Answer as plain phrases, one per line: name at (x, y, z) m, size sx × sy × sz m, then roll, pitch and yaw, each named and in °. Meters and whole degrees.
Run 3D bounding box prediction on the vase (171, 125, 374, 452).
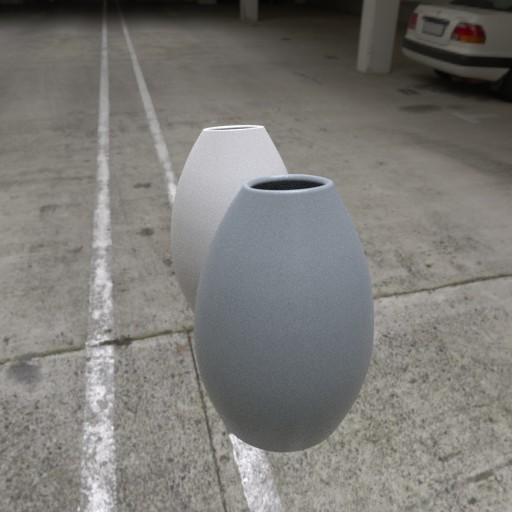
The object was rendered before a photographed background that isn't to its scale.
vase at (0.000, 0.000, 0.257) m, size 0.089 × 0.131 × 0.187 m, roll -8°, pitch 31°, yaw -14°
